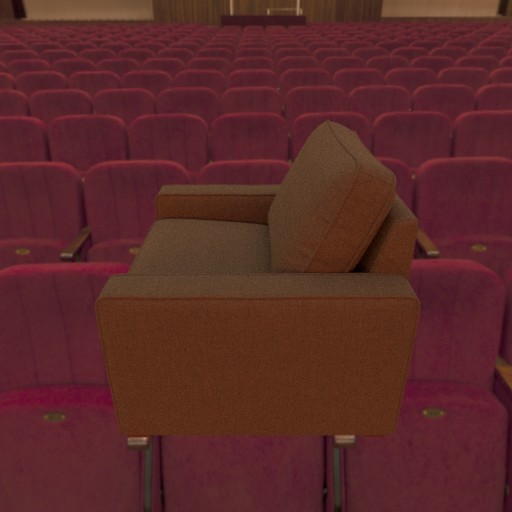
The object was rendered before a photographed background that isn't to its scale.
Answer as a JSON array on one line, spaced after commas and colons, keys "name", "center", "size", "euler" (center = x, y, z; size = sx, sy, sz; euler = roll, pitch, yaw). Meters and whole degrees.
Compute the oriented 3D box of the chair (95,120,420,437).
[{"name": "chair", "center": [0.000, 0.000, 1.720], "size": [0.940, 0.919, 1.017], "euler": [0, 27, 0]}]
